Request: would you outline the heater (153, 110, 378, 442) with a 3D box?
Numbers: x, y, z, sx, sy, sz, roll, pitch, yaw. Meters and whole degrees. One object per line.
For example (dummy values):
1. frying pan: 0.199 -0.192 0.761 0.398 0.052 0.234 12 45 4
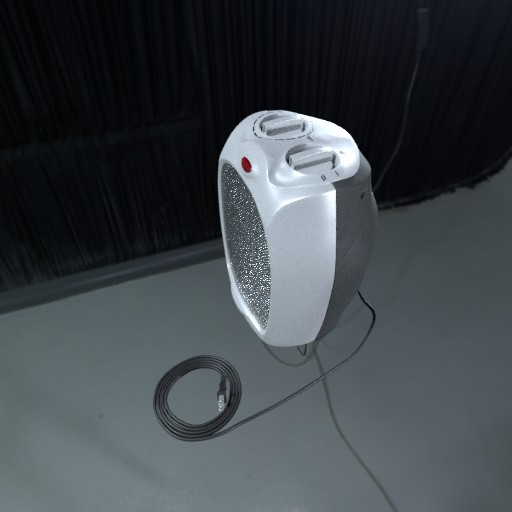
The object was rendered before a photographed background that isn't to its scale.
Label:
1. heater: 0.000 0.000 0.471 0.291 0.240 0.239 -17 48 -15
